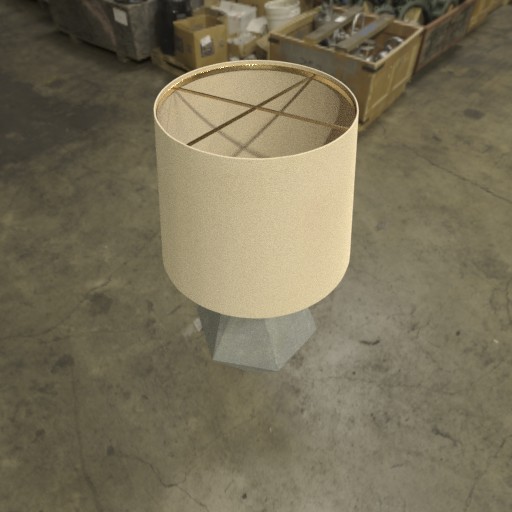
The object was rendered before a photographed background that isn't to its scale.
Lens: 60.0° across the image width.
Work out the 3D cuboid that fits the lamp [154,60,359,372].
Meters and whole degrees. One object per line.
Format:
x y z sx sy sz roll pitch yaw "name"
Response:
0.000 0.000 0.680 0.276 0.501 0.276 0 46 0 "lamp"
